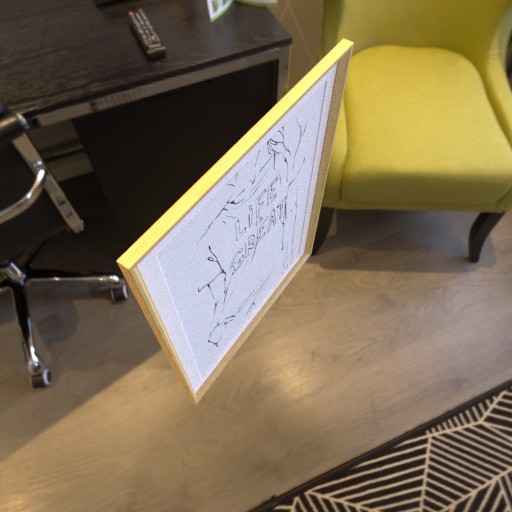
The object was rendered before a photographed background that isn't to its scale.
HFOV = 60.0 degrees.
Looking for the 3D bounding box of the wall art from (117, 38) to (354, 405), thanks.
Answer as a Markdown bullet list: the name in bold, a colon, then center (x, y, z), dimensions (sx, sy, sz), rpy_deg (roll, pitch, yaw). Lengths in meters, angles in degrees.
- **wall art**: center (0.000, 0.000, 1.365), dimensions (0.030, 1.002, 0.798), rpy_deg (31, 64, 18)
